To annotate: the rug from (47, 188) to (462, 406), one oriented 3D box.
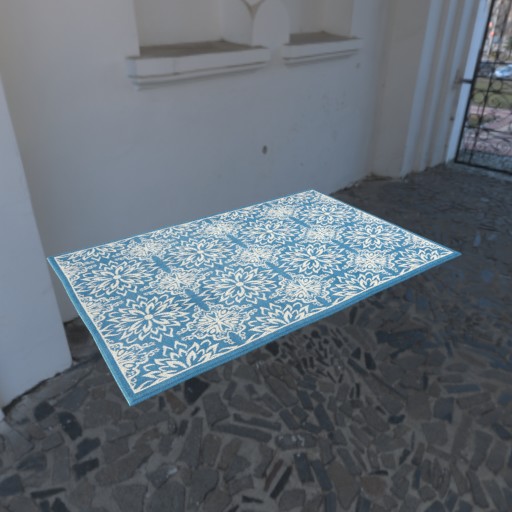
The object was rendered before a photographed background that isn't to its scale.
[{"bbox_3d":[0.000,0.000,3.541,2.769,0.018,1.830,-18,34,-30],"label":"rug"}]
